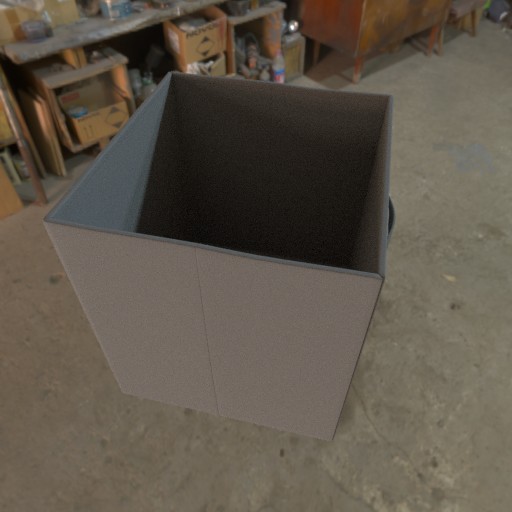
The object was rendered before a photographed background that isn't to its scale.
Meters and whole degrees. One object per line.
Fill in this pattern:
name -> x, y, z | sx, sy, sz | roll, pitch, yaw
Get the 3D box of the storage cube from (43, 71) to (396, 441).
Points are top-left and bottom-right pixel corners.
storage cube -> 0.000, 0.000, 0.498 | 0.270, 0.280, 0.270 | 10, 47, 9
